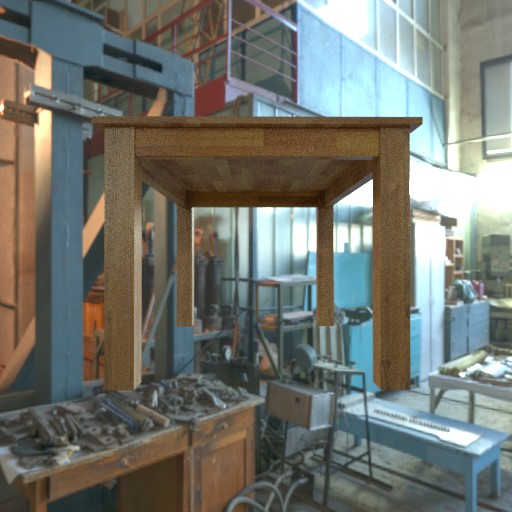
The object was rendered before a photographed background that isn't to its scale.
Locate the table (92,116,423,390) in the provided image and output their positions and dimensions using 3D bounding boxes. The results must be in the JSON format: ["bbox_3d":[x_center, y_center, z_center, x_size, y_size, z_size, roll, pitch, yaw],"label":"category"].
[{"bbox_3d":[0.000,0.000,1.852,0.900,0.750,1.300,0,0,0],"label":"table"}]
